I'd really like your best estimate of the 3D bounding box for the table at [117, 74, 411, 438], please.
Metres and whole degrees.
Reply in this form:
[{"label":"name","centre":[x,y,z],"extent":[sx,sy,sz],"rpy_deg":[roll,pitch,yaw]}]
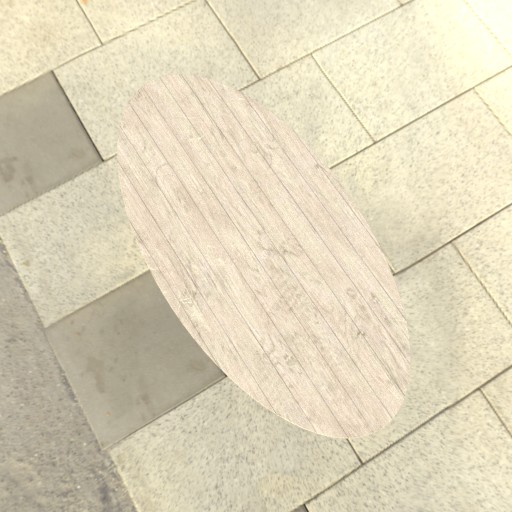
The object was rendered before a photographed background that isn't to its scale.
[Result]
[{"label":"table","centre":[0.000,0.000,1.322],"extent":[0.542,0.390,1.083],"rpy_deg":[-32,79,-7]}]
